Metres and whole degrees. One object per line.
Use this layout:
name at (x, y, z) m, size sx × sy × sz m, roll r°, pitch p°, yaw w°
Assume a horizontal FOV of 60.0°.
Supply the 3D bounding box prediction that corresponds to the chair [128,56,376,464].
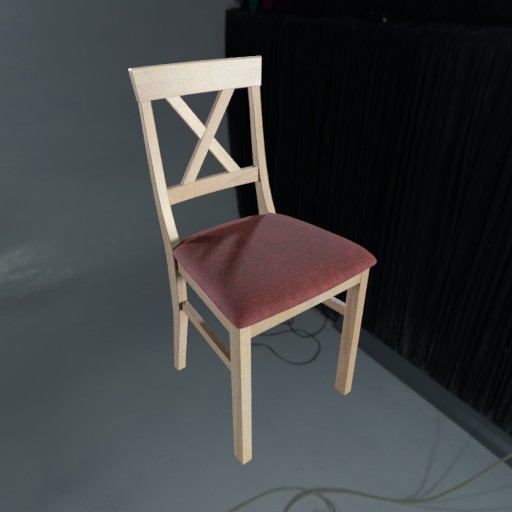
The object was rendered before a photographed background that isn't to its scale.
chair at (0.000, 0.000, 1.177) m, size 0.439 × 0.912 × 0.492 m, roll -21°, pitch 37°, yaw -31°
